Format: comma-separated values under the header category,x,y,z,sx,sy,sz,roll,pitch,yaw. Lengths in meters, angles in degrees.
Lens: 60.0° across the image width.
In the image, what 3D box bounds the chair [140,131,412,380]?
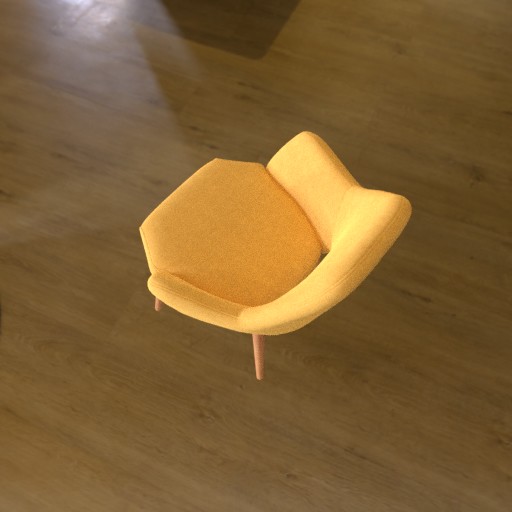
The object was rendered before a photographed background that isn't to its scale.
category,x,y,z,sx,sy,sz,roll,pitch,yaw
chair,0.000,0.000,1.246,0.610,0.840,0.590,36,69,17
